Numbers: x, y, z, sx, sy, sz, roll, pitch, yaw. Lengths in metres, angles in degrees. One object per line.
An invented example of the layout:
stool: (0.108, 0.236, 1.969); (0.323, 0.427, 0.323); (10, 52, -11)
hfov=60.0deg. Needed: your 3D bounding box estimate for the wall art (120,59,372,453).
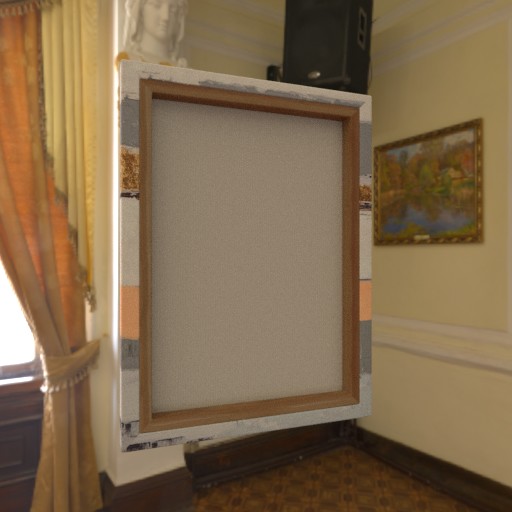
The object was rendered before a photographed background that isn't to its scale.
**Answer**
wall art: (0.000, 0.000, 0.779); (0.456, 0.609, 0.038); (0, 0, -20)
